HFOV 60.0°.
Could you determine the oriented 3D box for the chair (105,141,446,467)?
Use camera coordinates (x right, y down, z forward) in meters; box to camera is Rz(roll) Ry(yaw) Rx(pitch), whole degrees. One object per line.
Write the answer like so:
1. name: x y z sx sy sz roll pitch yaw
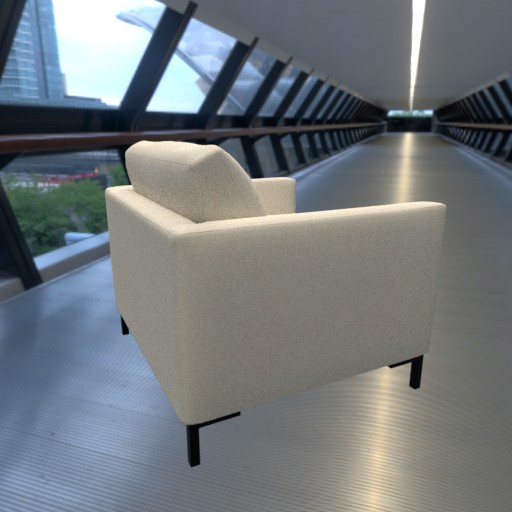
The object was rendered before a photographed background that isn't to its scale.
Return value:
1. chair: 0.000 0.000 1.602 0.875 0.806 0.964 -8 17 -26
